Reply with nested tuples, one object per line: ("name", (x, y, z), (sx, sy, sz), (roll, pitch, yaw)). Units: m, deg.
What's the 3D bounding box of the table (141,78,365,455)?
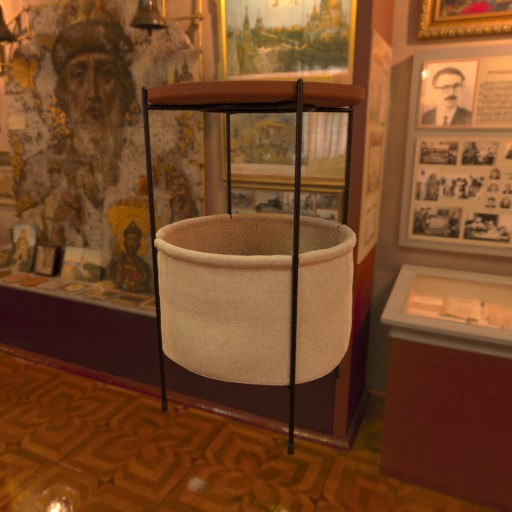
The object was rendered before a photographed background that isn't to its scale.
("table", (0.000, 0.000, 0.887), (0.393, 0.623, 0.393), (8, 18, 26))
